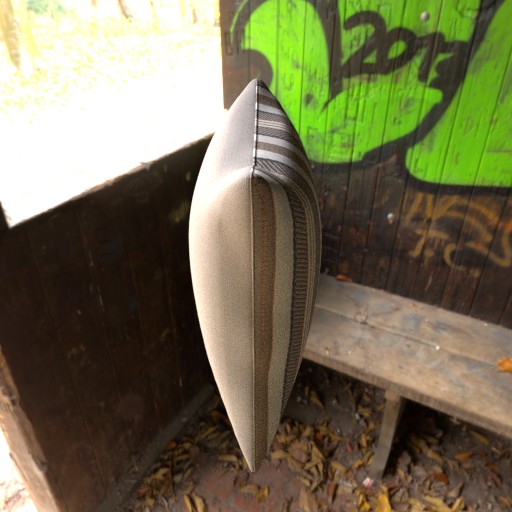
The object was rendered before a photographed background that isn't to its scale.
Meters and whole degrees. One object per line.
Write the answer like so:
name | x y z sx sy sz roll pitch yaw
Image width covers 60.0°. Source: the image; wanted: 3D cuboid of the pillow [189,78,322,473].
pillow | 0.000 0.000 0.624 0.173 0.401 0.416 0 32 1
